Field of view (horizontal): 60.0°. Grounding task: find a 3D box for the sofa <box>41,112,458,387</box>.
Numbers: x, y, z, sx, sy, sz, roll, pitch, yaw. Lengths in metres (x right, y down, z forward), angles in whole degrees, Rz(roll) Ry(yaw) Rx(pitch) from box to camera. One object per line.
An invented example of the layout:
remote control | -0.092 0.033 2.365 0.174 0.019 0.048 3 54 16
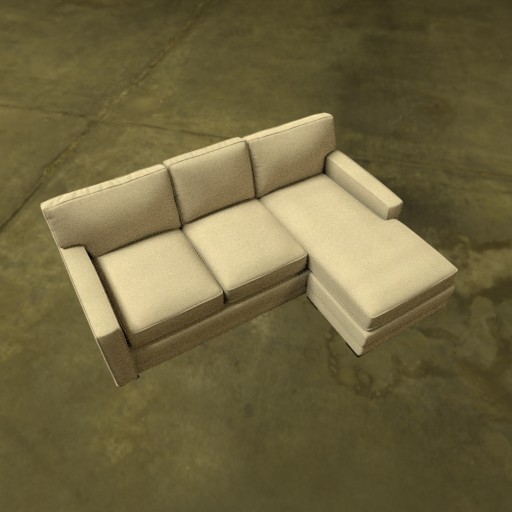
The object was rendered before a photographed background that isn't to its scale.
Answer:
sofa | 0.000 0.000 2.767 2.087 0.861 1.496 -23 51 -21
